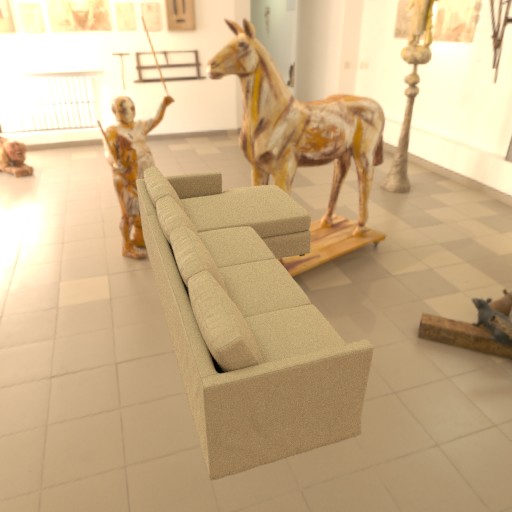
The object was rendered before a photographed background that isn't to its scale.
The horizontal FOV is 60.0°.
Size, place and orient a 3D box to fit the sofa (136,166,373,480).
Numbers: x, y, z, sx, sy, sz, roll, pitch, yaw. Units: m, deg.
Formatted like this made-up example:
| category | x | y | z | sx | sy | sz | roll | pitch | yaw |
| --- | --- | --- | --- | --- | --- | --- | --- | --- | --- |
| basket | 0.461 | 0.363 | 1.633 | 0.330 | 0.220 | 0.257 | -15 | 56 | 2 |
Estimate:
| category | x | y | z | sx | sy | sz | roll | pitch | yaw |
| --- | --- | --- | --- | --- | --- | --- | --- | --- | --- |
| sofa | 0.000 | 0.000 | 3.732 | 1.622 | 0.867 | 3.177 | -9 | 30 | -17 |
